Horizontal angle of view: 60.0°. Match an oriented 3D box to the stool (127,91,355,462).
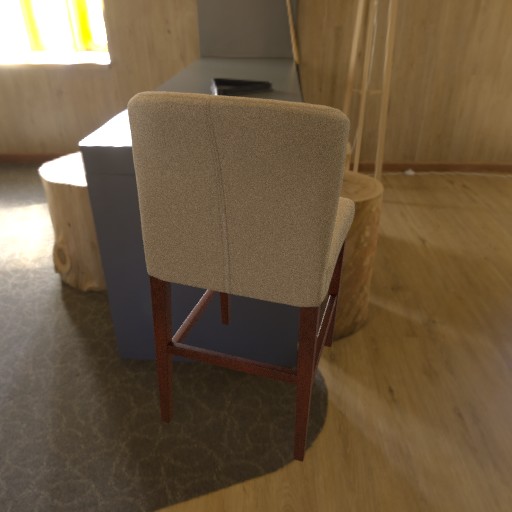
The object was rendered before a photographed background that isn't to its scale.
[{"bbox_3d":[0.000,0.000,1.256,0.479,0.968,0.568,9,32,15],"label":"stool"}]
